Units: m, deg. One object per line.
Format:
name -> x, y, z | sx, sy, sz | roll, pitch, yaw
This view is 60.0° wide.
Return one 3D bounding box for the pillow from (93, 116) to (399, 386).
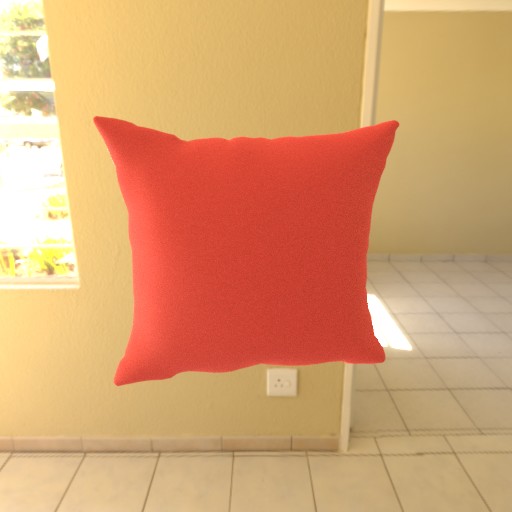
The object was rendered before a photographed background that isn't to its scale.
pillow -> 0.000, 0.000, 0.834 | 0.559, 0.501, 0.229 | -3, 17, -9
